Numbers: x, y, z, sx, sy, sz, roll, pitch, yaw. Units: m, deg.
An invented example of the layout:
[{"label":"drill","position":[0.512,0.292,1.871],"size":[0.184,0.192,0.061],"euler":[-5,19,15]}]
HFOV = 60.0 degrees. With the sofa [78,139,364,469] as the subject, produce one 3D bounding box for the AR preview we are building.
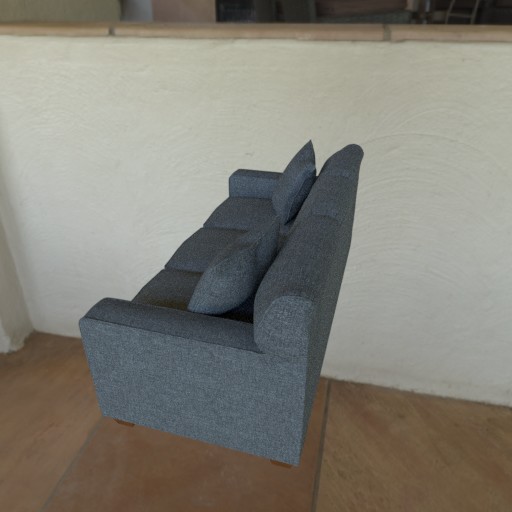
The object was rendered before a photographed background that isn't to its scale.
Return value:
[{"label":"sofa","position":[0.000,0.000,2.588],"size":[0.997,0.958,2.024],"euler":[8,30,14]}]
